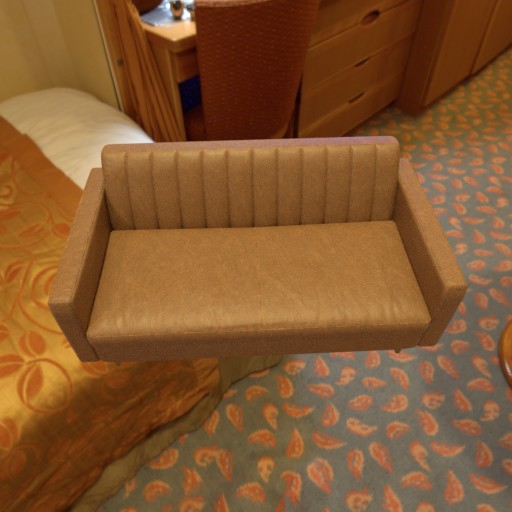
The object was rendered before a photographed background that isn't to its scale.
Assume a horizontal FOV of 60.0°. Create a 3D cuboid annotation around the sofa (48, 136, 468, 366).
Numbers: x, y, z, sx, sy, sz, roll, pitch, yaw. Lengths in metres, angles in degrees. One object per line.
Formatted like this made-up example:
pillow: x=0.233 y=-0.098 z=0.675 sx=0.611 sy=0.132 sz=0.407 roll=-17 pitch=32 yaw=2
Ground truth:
sofa: x=0.000 y=0.000 z=2.380 sx=1.847 sy=0.821 sz=0.993 roll=-2 pitch=48 yaw=-2
